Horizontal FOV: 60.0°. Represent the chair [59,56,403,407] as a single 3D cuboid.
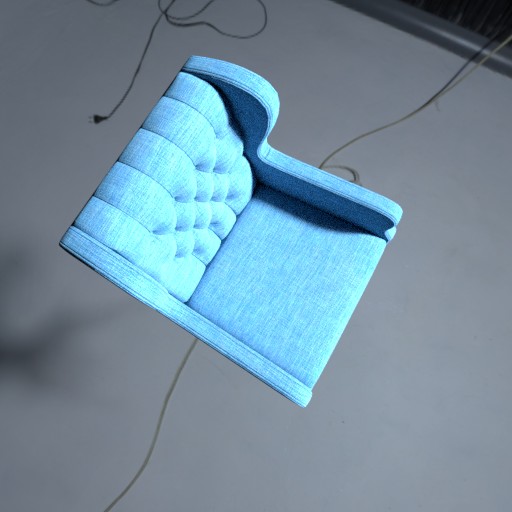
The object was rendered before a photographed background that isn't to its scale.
[{"bbox_3d":[0.000,0.000,1.514,0.775,0.952,0.711,29,77,7],"label":"chair"}]
